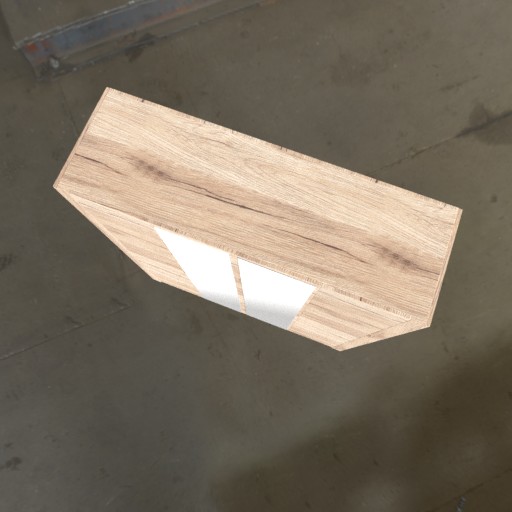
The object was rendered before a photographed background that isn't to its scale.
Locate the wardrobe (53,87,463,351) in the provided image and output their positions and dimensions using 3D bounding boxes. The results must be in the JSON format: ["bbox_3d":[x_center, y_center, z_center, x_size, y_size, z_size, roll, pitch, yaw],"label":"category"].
[{"bbox_3d":[0.000,0.000,3.046,1.810,2.070,0.580,20,76,5],"label":"wardrobe"}]
